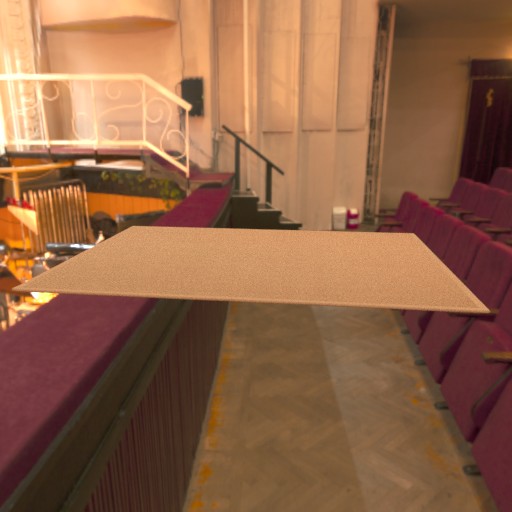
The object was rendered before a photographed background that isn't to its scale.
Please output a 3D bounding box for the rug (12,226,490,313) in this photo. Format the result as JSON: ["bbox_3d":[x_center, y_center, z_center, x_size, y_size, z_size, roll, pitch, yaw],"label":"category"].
[{"bbox_3d":[0.000,0.000,2.780,2.244,0.017,1.532,2,16,7],"label":"rug"}]
